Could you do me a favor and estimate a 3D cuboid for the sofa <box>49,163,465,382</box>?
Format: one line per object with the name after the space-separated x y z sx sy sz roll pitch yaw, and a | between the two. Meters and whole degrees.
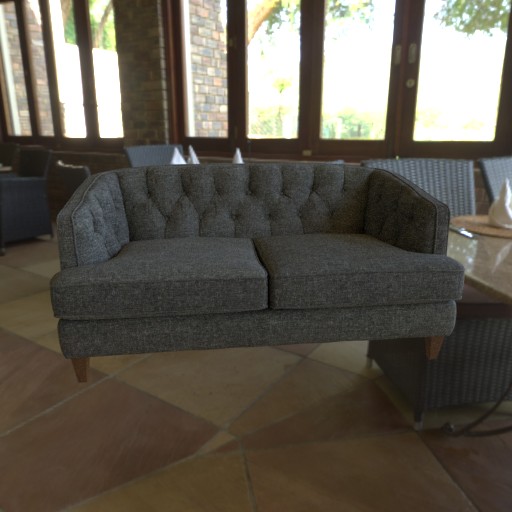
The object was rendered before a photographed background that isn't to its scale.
0.000 0.000 2.218 1.733 0.855 0.941 -2 16 -7 | sofa
